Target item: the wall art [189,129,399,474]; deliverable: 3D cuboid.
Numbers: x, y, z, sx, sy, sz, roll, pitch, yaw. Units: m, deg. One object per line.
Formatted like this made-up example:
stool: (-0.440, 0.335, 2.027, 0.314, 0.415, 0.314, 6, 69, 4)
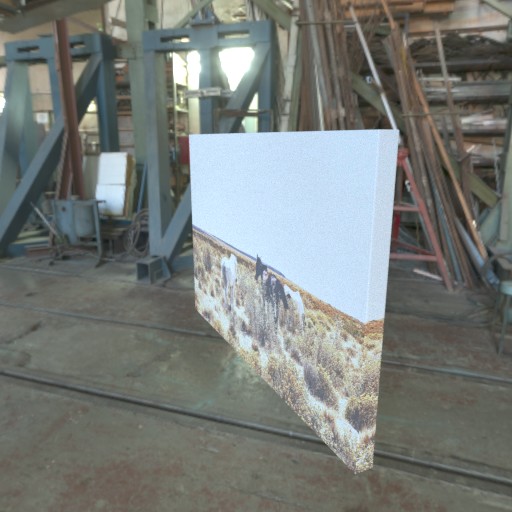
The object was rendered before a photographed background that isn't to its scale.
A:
wall art: (0.000, 0.000, 1.424, 0.051, 0.761, 1.138, -7, 16, -25)
